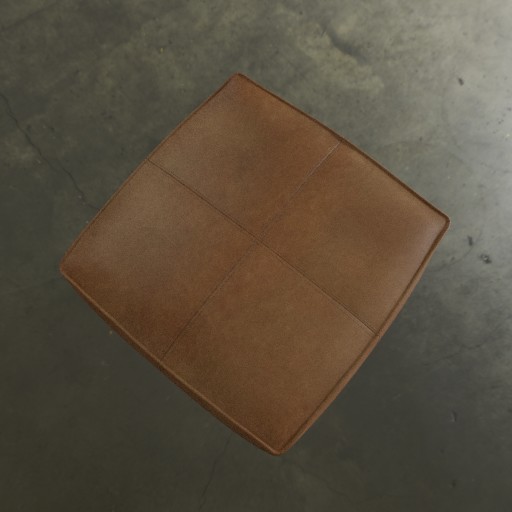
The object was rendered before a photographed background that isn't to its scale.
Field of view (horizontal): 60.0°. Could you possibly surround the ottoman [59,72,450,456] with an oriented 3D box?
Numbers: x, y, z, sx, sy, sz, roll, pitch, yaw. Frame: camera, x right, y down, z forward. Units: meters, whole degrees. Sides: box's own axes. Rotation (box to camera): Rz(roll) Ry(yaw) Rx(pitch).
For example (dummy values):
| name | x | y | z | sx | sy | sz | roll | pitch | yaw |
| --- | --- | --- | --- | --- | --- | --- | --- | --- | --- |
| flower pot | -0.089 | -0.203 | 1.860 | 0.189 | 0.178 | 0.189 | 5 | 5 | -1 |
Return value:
| name | x | y | z | sx | sy | sz | roll | pitch | yaw |
| --- | --- | --- | --- | --- | --- | --- | --- | --- | --- |
| ottoman | 0.000 | 0.000 | 1.385 | 0.901 | 0.395 | 0.902 | 38 | 79 | 9 |
